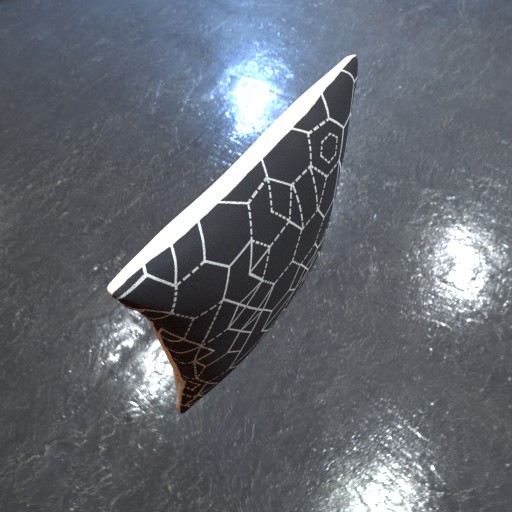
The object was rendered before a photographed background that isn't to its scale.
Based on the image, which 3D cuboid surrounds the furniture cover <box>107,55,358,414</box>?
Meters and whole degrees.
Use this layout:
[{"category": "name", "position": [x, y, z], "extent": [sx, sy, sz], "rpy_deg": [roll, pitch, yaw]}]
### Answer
[{"category": "furniture cover", "position": [0.000, 0.000, 0.781], "extent": [0.158, 0.508, 0.517], "rpy_deg": [31, 63, 18]}]
